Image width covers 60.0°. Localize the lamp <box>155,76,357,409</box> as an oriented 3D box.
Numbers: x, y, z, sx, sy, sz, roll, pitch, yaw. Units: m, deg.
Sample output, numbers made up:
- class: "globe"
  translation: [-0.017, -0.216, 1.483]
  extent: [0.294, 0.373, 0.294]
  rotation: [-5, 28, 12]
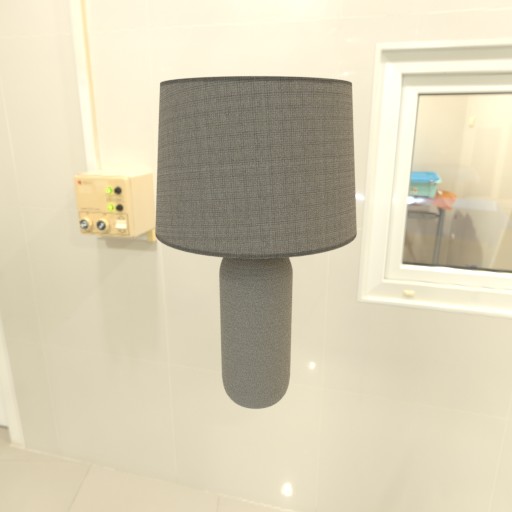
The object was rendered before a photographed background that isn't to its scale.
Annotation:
- class: "lamp"
  translation: [0.000, 0.000, 0.842]
  extent: [0.367, 0.609, 0.367]
  rotation: [0, 17, 0]
